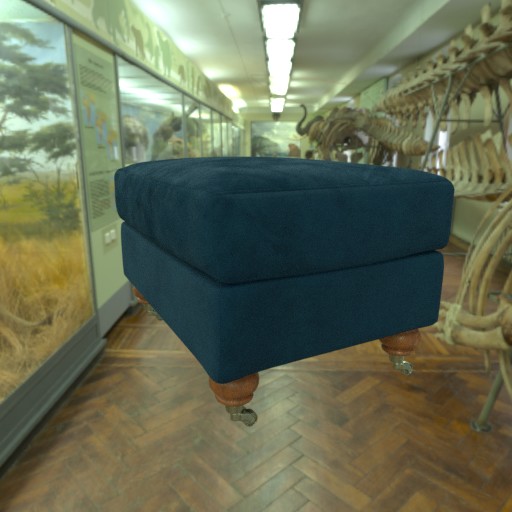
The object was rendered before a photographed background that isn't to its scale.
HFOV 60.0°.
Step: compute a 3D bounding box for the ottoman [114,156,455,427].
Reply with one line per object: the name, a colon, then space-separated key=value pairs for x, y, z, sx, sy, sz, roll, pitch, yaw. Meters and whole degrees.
ottoman: x=0.000 y=0.000 z=1.157 sx=0.572 sy=0.503 sz=0.773 roll=-7 pitch=16 yaw=-27
